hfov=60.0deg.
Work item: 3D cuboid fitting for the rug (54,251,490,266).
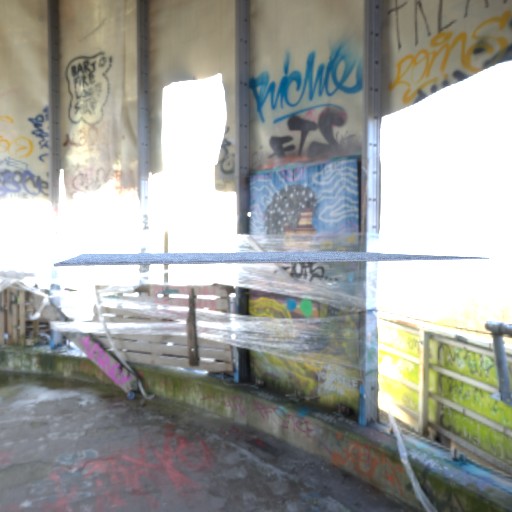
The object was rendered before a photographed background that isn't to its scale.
[{"bbox_3d":[0.000,0.000,2.853,2.206,0.014,1.578,-1,2,-18],"label":"rug"}]
